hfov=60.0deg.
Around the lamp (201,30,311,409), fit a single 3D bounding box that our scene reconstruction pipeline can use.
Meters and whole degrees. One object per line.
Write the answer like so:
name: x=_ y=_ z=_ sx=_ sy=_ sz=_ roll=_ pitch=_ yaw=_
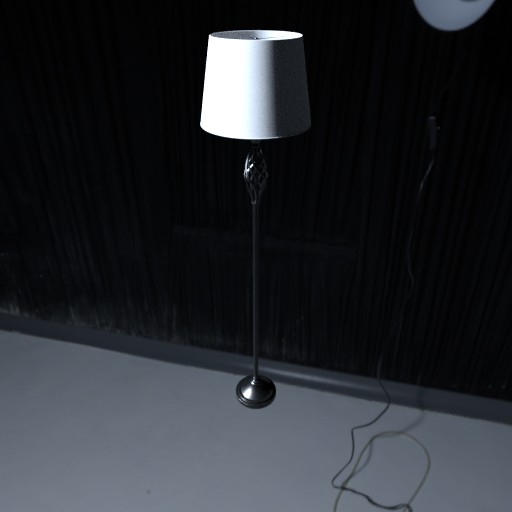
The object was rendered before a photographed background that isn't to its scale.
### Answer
lamp: x=0.000 y=0.000 z=1.811 sx=0.379 sy=1.623 sz=0.379 roll=0 pitch=32 yaw=0
